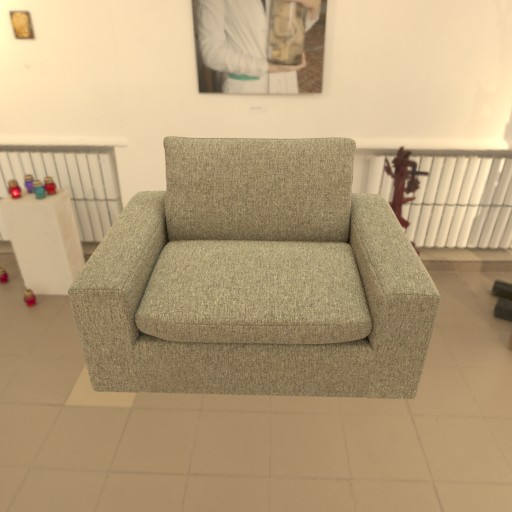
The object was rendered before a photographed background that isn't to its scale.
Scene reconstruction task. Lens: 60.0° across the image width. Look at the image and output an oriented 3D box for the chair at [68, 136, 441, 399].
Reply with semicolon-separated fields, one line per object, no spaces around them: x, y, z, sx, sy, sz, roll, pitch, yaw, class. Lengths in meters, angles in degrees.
0.000;0.000;2.080;1.398;0.915;1.039;1;30;2;chair
